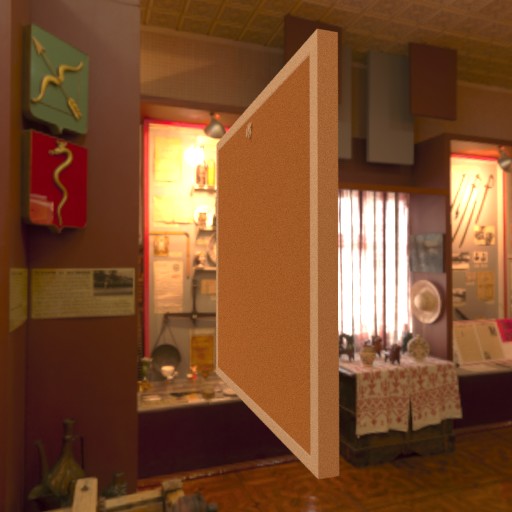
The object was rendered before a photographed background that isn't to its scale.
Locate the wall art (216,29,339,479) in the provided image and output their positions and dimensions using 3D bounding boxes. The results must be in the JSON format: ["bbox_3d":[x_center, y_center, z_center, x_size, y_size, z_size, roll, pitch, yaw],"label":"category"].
[{"bbox_3d":[0.000,0.000,1.114,0.050,0.762,0.761,0,-1,-18],"label":"wall art"}]
